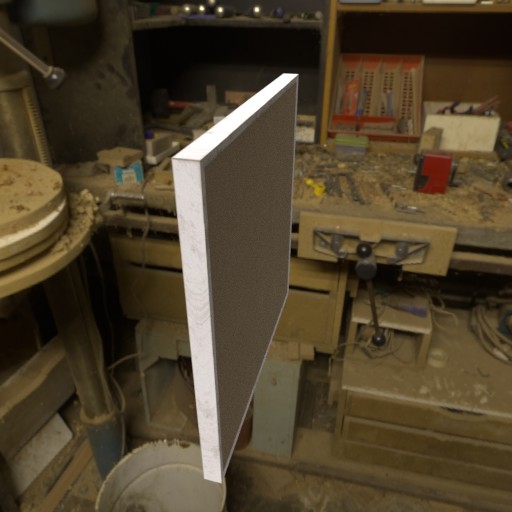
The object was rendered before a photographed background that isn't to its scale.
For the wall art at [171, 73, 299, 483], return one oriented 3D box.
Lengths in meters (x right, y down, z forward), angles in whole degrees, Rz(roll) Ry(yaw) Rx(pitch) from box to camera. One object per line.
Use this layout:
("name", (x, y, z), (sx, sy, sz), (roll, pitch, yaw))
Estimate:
("wall art", (0.000, 0.000, 0.755), (0.029, 0.506, 0.508), (8, 32, 13))
